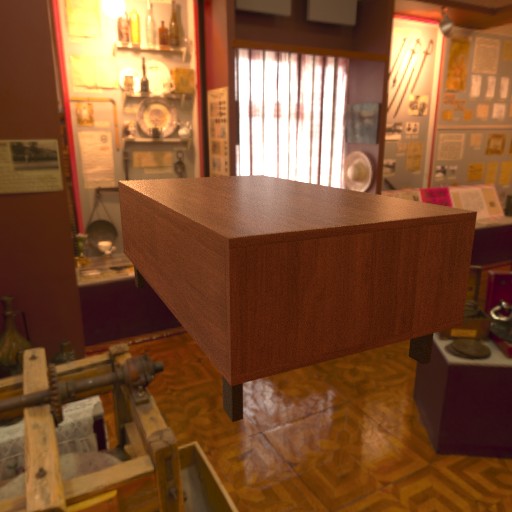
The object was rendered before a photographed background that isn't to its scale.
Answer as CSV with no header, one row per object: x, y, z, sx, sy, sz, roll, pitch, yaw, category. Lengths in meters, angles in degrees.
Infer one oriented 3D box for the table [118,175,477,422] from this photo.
0.000,0.000,1.324,0.600,0.380,1.020,-7,17,-25,table
